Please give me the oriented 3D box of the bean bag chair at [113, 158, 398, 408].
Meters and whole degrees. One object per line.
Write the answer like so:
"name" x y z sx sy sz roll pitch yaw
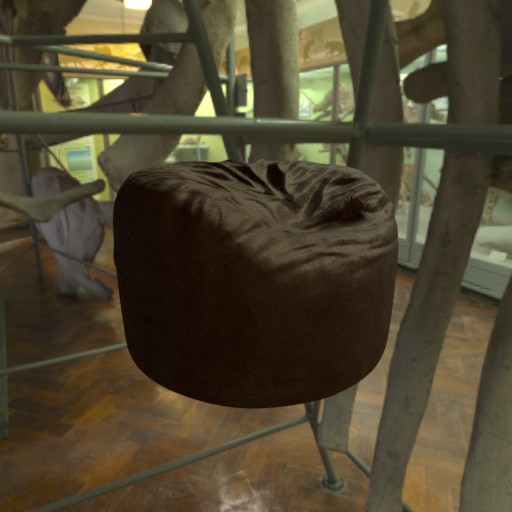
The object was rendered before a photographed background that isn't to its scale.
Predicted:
"bean bag chair" 0.000 0.000 1.503 0.918 0.616 0.918 0 17 0
